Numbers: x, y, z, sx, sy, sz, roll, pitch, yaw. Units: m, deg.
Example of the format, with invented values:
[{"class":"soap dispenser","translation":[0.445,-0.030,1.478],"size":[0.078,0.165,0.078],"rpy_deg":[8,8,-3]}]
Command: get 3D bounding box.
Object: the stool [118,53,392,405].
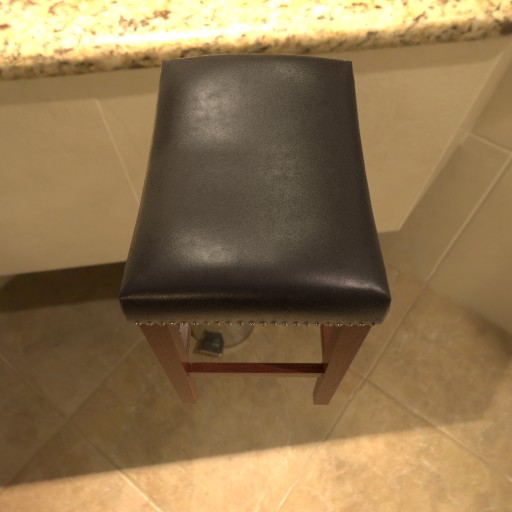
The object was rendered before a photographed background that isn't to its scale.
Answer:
[{"class":"stool","translation":[0.000,0.000,0.953],"size":[0.372,0.654,0.504],"rpy_deg":[0,59,0]}]
